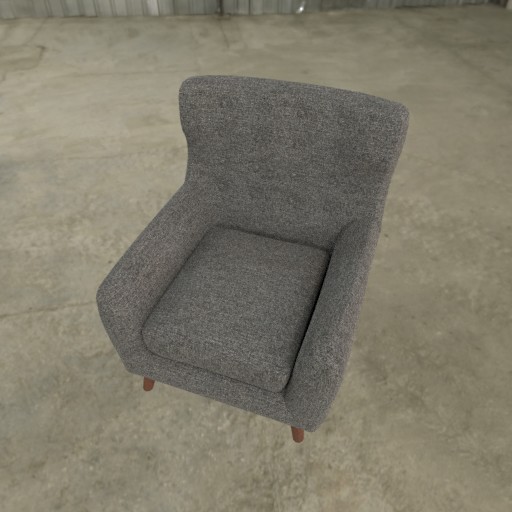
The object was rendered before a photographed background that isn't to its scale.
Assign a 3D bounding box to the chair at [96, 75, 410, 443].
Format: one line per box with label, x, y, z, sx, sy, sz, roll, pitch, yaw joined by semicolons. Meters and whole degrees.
chair;0.000;0.000;1.724;0.889;1.039;0.940;13;44;14
